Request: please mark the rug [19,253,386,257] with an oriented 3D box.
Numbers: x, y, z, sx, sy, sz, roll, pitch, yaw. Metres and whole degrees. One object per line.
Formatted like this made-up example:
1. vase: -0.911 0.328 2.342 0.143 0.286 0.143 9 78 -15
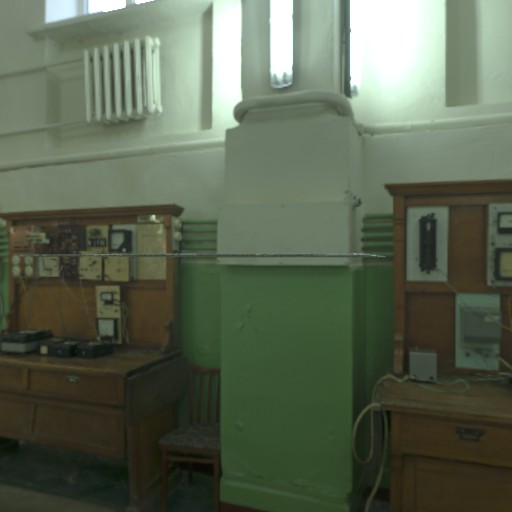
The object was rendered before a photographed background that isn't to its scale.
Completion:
1. rug: 0.000 0.000 2.165 1.148 0.010 1.754 0 0 19
